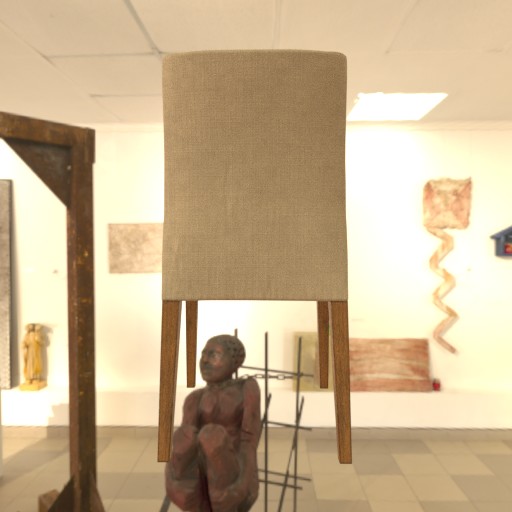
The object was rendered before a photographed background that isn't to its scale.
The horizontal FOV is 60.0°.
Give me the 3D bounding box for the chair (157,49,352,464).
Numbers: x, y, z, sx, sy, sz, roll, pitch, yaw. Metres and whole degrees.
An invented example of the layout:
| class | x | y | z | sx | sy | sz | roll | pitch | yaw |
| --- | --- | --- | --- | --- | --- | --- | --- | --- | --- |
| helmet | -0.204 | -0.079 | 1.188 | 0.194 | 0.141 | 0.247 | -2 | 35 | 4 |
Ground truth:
| class | x | y | z | sx | sy | sz | roll | pitch | yaw |
| --- | --- | --- | --- | --- | --- | --- | --- | --- | --- |
| chair | 0.000 | 0.000 | 1.269 | 0.496 | 0.940 | 0.585 | 0 | 2 | 1 |
